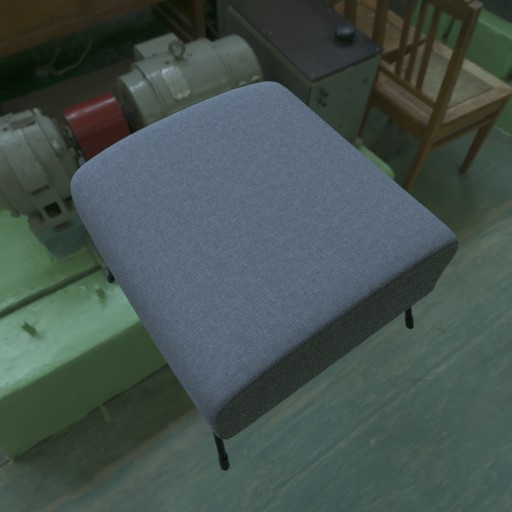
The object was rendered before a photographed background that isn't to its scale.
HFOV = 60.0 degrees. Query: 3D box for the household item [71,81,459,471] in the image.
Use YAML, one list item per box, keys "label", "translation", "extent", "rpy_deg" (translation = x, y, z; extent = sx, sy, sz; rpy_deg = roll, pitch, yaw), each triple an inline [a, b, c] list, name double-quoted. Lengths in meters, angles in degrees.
- label: "household item"
  translation: [0.000, 0.000, 0.887]
  extent: [0.530, 0.410, 0.530]
  rpy_deg: [-31, 63, -18]
